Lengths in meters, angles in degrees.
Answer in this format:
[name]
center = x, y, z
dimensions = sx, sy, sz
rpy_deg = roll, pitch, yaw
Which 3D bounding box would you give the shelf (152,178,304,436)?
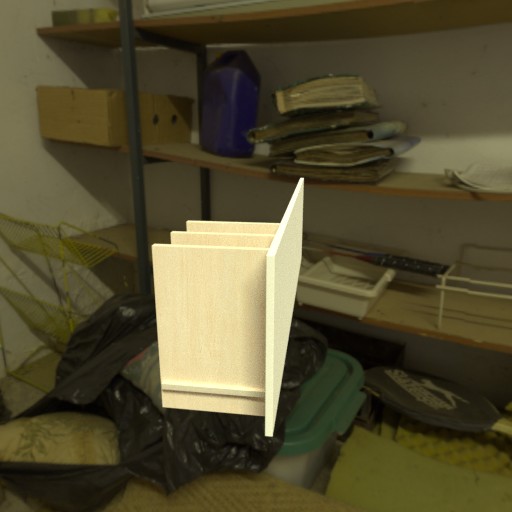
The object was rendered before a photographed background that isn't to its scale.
[shelf]
center = 0.000, 0.000, 1.162
dimensions = 0.200, 0.300, 1.020
rpy_deg = 2, 16, 8
